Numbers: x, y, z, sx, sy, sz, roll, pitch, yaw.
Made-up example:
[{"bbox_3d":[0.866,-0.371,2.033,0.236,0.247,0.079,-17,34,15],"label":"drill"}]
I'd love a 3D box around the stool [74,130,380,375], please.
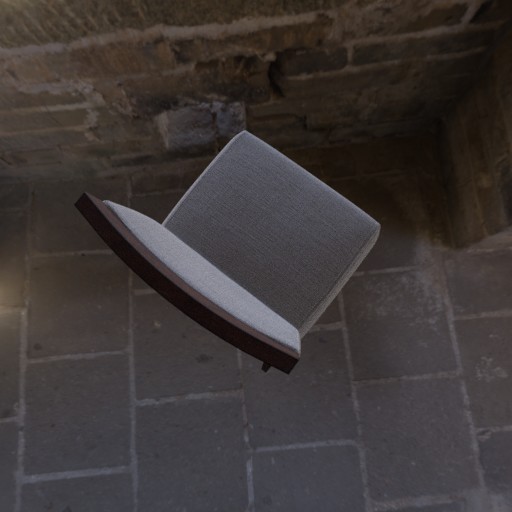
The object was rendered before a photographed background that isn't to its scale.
[{"bbox_3d":[0.000,0.000,1.326,0.512,1.009,0.531,37,78,9],"label":"stool"}]
